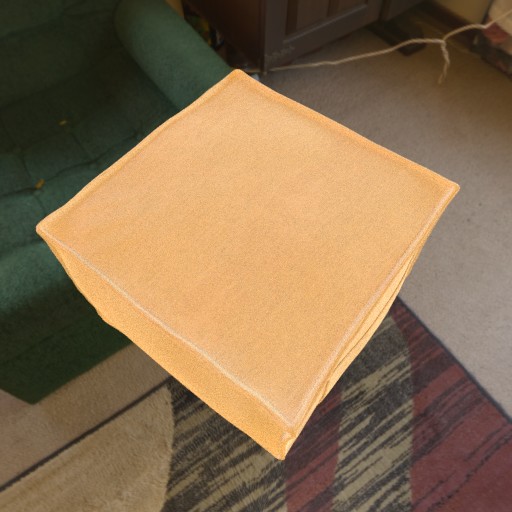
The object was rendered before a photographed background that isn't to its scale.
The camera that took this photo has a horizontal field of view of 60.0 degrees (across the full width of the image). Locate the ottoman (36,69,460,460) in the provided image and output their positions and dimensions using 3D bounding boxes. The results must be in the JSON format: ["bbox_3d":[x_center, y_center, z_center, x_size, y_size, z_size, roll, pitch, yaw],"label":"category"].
[{"bbox_3d":[0.000,0.000,1.147,0.696,0.470,0.707,33,65,18],"label":"ottoman"}]
